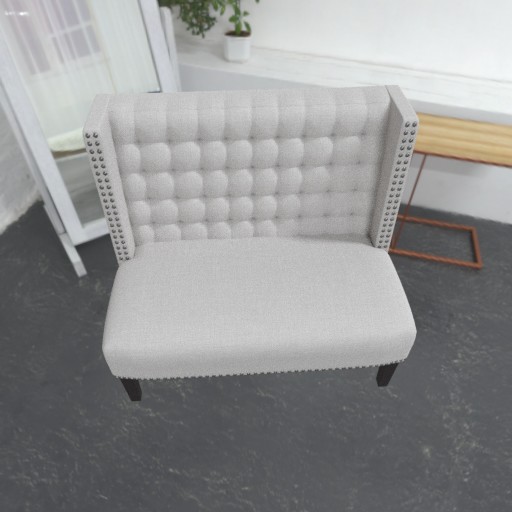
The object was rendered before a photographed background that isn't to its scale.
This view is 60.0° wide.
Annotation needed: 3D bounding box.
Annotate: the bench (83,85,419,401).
[{"bbox_3d":[0.000,0.000,1.944,1.280,1.123,0.847,-3,47,-2],"label":"bench"}]
